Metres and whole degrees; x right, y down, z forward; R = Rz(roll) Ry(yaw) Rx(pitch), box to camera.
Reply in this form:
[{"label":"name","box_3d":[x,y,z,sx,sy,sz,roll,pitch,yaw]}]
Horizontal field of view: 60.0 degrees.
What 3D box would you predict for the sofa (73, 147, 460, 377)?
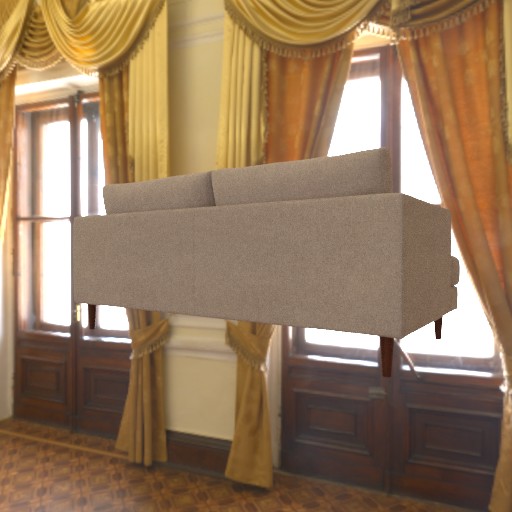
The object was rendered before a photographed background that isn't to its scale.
[{"label":"sofa","box_3d":[0.000,0.000,2.482,1.948,0.868,1.020,0,1,35]}]
